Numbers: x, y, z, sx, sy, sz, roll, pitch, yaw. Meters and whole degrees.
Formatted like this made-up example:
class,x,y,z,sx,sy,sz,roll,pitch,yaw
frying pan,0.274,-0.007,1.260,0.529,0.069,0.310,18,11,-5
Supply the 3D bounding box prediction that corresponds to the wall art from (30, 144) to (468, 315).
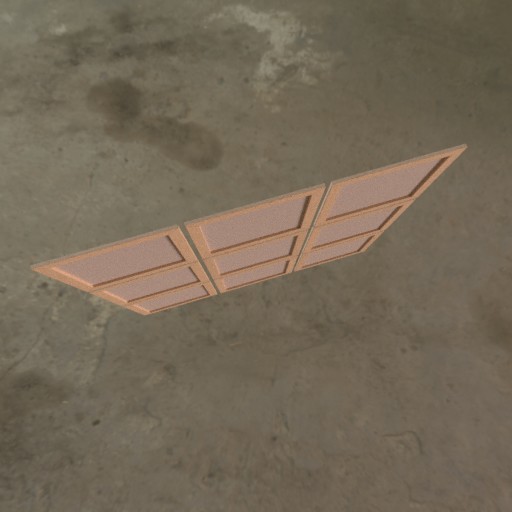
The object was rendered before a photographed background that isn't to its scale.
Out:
class,x,y,z,sx,sy,sz,roll,pitch,yaw
wall art,0.000,0.000,2.214,1.519,1.507,0.014,-16,77,-4
